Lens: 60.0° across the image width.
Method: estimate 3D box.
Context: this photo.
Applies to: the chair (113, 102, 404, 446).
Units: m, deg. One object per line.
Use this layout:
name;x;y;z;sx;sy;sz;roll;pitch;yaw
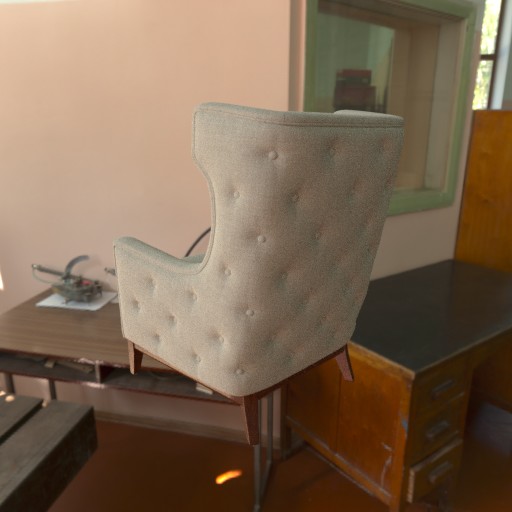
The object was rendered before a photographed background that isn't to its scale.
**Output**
chair;0.000;0.000;1.704;0.778;1.079;0.899;-15;21;-42
